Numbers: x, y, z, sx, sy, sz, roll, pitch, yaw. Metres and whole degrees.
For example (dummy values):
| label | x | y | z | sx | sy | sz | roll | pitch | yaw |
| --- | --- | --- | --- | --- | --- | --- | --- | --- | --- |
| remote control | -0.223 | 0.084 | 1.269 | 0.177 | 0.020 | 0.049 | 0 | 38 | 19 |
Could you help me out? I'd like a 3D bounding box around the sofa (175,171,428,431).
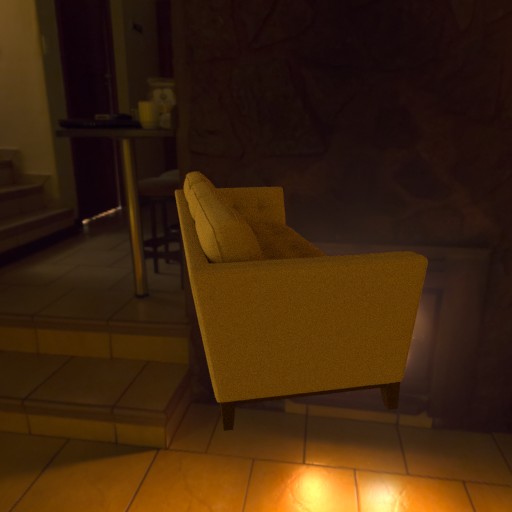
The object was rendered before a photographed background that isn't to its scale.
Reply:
| label | x | y | z | sx | sy | sz | roll | pitch | yaw |
| --- | --- | --- | --- | --- | --- | --- | --- | --- | --- |
| sofa | 0.000 | 0.000 | 2.901 | 0.965 | 0.940 | 2.388 | -3 | 16 | -11 |
